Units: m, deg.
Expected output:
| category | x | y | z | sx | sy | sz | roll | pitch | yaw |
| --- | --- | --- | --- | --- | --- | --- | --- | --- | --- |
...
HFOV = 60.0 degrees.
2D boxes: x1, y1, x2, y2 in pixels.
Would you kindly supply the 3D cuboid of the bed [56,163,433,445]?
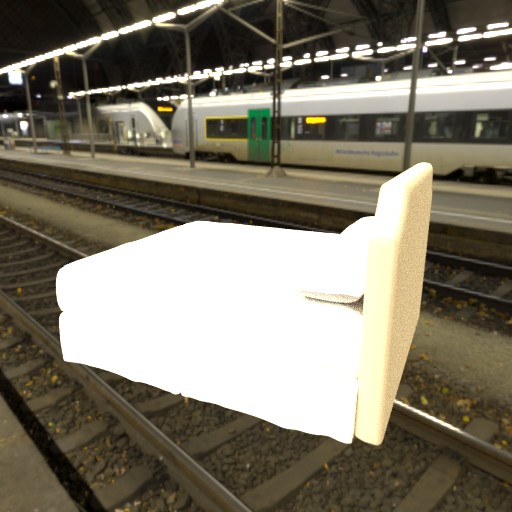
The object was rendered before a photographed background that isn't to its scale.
| category | x | y | z | sx | sy | sz | roll | pitch | yaw |
| --- | --- | --- | --- | --- | --- | --- | --- | --- | --- |
| bed | 0.000 | 0.000 | 3.748 | 2.548 | 1.524 | 2.134 | 7 | 17 | 24 |
